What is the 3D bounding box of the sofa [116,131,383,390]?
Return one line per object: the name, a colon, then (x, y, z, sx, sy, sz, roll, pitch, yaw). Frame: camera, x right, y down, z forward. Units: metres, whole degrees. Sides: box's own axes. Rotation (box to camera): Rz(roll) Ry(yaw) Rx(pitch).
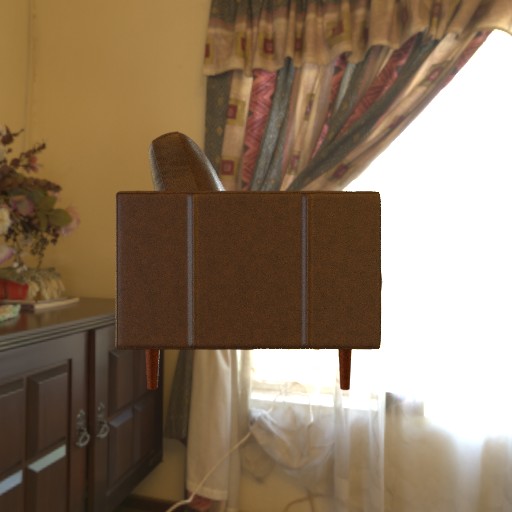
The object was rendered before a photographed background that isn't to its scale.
sofa: (0.000, 0.000, 2.231, 0.909, 0.951, 1.578, 0, 0, 0)
